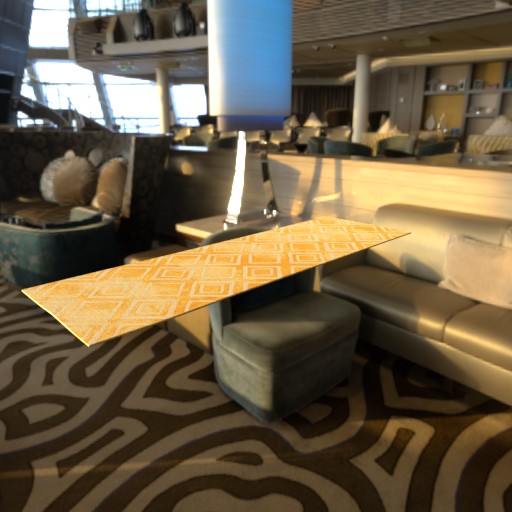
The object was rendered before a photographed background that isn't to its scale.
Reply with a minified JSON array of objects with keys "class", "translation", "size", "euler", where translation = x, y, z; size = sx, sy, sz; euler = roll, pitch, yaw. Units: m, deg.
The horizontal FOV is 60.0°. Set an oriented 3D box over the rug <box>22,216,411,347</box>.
[{"class":"rug","translation":[0.000,0.000,2.693],"size":[2.438,0.010,0.775],"euler":[-16,23,-42]}]
